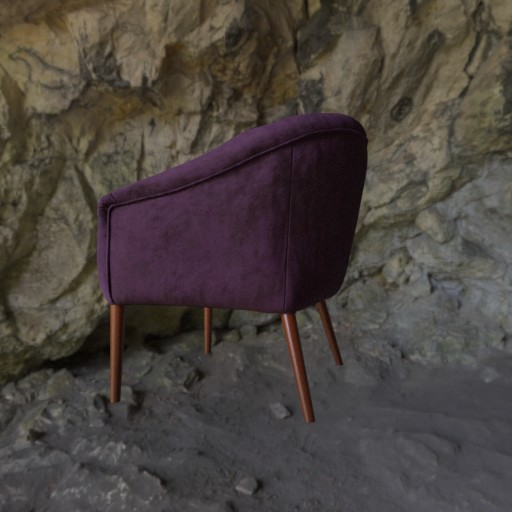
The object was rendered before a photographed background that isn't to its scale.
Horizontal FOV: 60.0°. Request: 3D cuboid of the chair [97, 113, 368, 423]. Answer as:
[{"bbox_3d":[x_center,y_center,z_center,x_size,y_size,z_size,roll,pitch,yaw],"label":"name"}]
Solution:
[{"bbox_3d":[0.000,0.000,1.574,0.776,0.885,0.851,0,0,18],"label":"chair"}]
